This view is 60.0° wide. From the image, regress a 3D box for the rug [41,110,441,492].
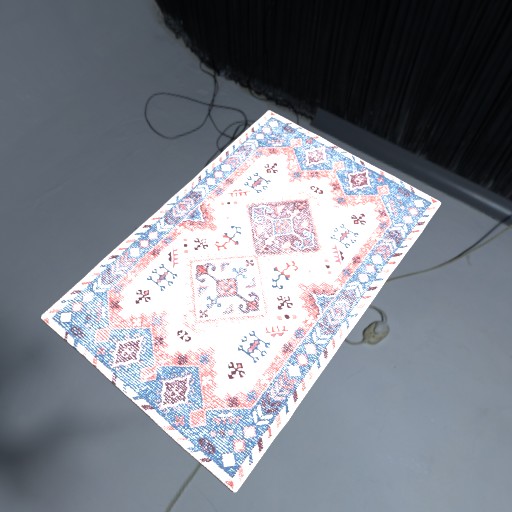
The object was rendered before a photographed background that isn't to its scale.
[{"bbox_3d":[0.000,0.000,2.316,1.225,0.015,1.840,34,65,18],"label":"rug"}]
